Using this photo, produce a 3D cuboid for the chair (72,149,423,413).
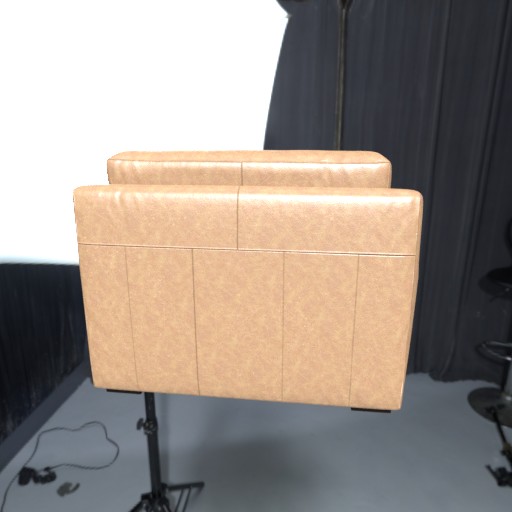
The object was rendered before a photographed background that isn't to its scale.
[{"bbox_3d":[0.000,0.000,2.043,1.276,0.978,1.050,2,16,7],"label":"chair"}]
